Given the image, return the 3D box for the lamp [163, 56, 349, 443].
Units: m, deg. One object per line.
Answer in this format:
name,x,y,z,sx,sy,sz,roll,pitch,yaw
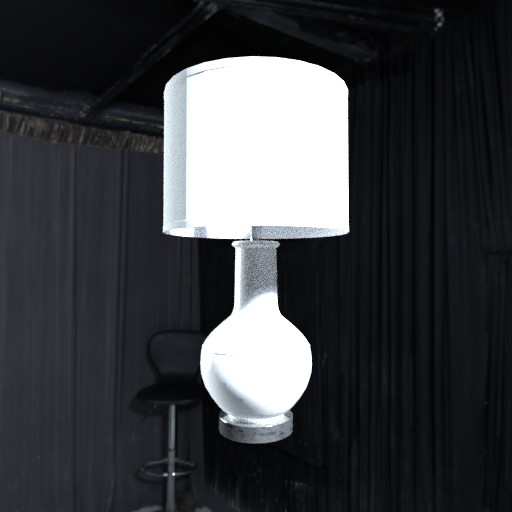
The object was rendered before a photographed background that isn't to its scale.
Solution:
lamp,0.000,0.000,0.869,0.357,0.673,0.357,1,-1,-36
